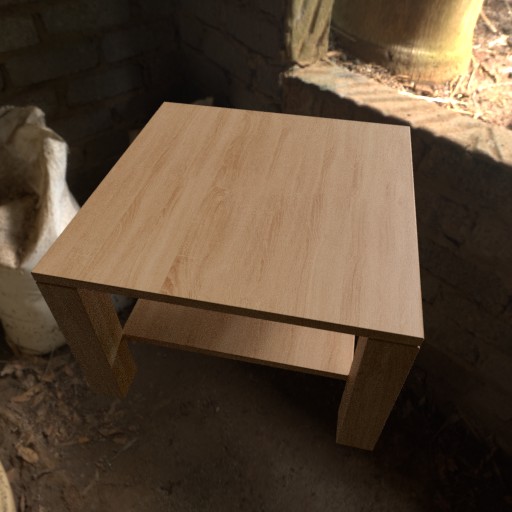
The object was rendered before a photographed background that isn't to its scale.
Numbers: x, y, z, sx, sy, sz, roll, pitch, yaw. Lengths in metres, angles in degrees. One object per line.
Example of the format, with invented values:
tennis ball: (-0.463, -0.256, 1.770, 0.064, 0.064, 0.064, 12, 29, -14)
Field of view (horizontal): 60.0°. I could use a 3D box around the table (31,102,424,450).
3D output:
table: (0.000, 0.000, 1.162, 0.700, 0.450, 0.700, 9, 45, 8)
